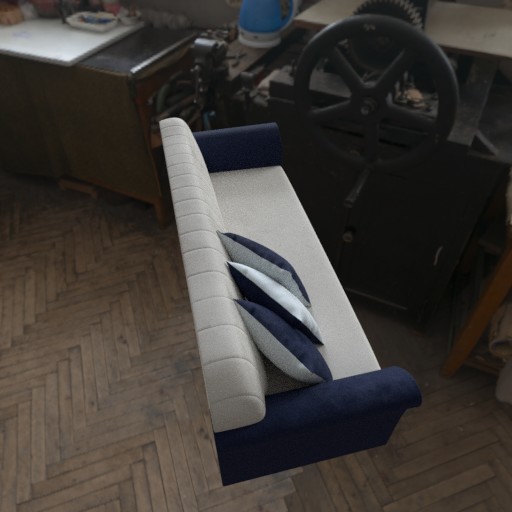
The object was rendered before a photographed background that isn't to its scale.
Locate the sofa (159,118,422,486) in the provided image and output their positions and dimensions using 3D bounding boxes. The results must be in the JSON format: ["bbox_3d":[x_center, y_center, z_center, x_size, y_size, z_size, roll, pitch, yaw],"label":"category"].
[{"bbox_3d":[0.000,0.000,2.315,0.749,0.789,2.006,-10,47,-9],"label":"sofa"}]
